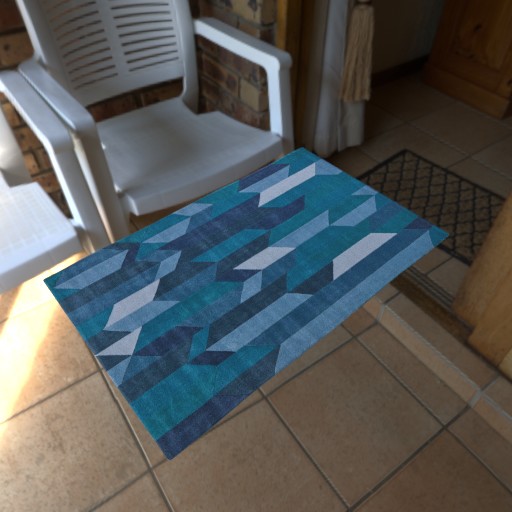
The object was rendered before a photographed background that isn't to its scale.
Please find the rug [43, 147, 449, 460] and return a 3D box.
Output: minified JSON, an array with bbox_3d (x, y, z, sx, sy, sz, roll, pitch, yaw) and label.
[{"bbox_3d":[0.000,0.000,3.077,2.420,0.005,1.528,-32,54,-27],"label":"rug"}]
